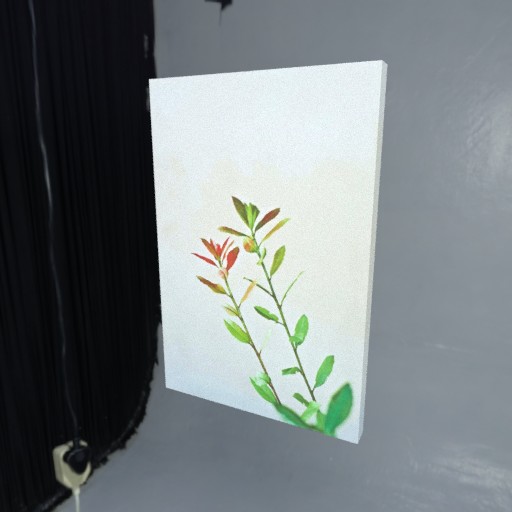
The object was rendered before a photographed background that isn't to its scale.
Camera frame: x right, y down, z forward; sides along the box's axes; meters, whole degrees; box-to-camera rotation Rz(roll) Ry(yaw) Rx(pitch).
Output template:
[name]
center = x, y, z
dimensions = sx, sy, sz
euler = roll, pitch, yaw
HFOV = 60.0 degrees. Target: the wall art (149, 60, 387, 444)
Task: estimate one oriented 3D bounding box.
[wall art]
center = 0.000, 0.000, 0.790
dimensions = 0.408, 0.611, 0.038
euler = 7, 16, 26
